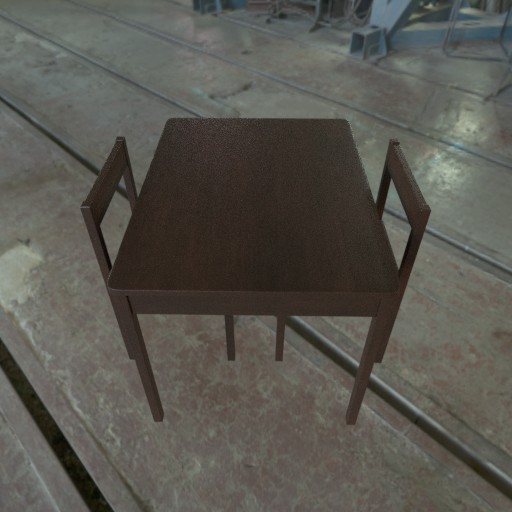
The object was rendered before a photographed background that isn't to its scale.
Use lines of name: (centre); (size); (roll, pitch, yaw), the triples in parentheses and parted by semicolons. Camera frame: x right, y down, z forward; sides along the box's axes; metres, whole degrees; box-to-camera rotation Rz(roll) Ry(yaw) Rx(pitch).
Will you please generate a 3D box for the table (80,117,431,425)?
table: (0.000, 0.000, 1.116); (0.672, 0.503, 0.650); (1, 42, 1)
